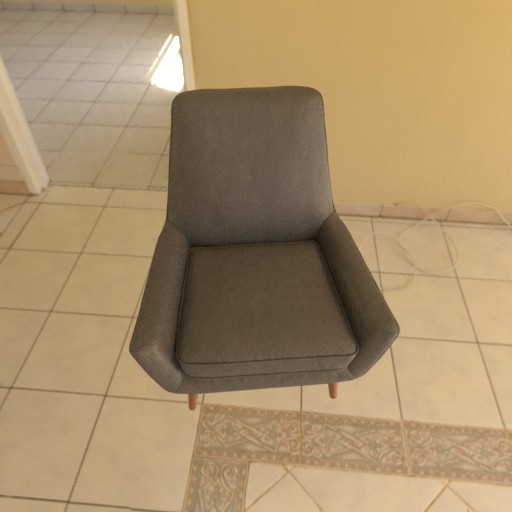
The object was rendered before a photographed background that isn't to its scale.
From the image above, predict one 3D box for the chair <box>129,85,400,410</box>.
[{"bbox_3d":[0.000,0.000,1.566,0.787,0.888,0.822,-4,46,-3],"label":"chair"}]
